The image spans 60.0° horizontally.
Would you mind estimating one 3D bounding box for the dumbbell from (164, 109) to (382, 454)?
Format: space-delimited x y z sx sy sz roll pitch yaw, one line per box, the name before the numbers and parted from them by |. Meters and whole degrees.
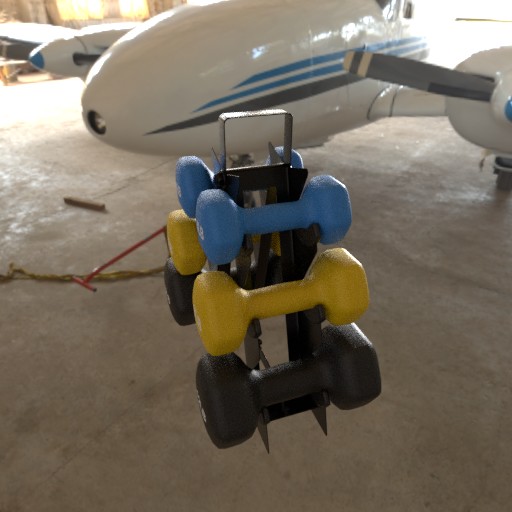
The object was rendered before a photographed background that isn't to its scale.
dumbbell | 0.000 0.000 0.679 0.255 0.426 0.409 -10 31 -17
